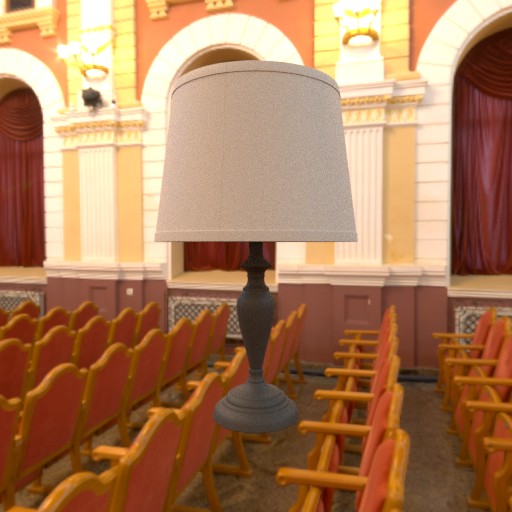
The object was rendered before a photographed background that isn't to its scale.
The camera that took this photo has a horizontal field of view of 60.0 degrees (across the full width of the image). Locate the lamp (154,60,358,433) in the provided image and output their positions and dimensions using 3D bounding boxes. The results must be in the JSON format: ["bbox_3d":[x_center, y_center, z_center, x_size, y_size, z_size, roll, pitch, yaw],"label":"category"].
[{"bbox_3d":[0.000,0.000,0.691,0.310,0.501,0.310,0,2,0],"label":"lamp"}]
